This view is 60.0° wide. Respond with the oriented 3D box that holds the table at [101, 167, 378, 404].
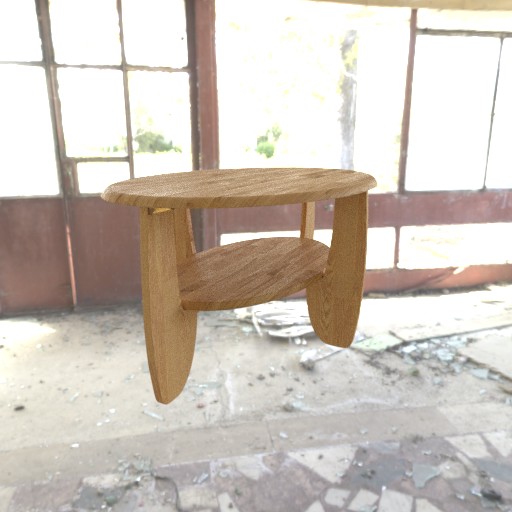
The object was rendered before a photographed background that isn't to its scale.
[{"bbox_3d":[0.000,0.000,1.393,0.690,0.490,1.040,7,17,26],"label":"table"}]
